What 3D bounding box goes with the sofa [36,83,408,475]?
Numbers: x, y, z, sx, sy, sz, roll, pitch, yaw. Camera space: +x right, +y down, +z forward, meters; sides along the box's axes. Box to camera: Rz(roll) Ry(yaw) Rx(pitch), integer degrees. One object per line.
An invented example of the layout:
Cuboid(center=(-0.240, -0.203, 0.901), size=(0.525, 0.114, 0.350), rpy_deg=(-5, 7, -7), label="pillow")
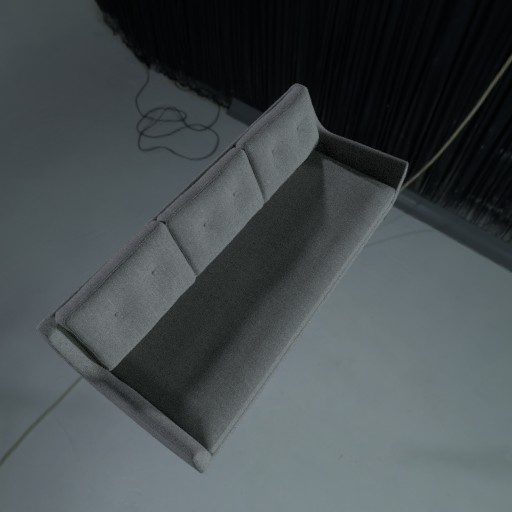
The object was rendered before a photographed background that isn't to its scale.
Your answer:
Cuboid(center=(0.000, 0.000, 2.458), size=(0.849, 0.837, 2.060), rpy_deg=(31, 62, 18), label="sofa")
